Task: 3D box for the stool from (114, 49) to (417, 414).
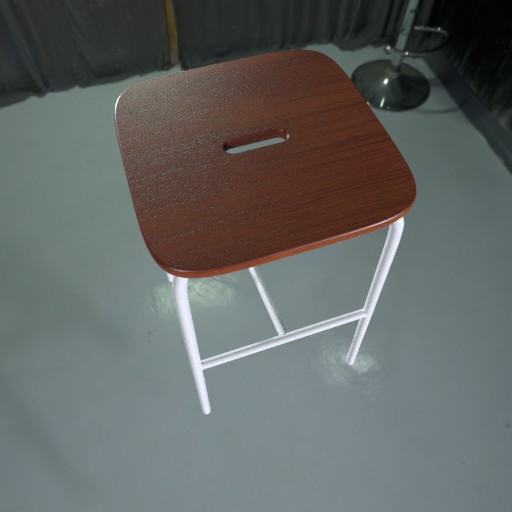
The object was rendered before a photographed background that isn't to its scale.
[{"bbox_3d":[0.000,0.000,0.867,0.376,0.610,0.376,-16,60,-9],"label":"stool"}]
